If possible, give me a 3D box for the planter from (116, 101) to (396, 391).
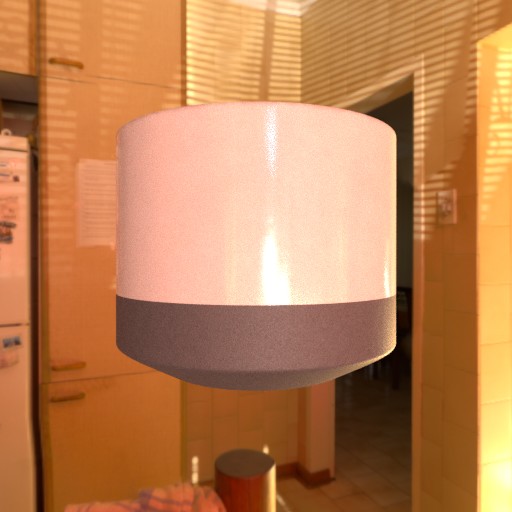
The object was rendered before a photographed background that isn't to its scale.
[{"bbox_3d":[0.000,0.000,0.213,0.128,0.105,0.128,0,0,0],"label":"planter"}]
